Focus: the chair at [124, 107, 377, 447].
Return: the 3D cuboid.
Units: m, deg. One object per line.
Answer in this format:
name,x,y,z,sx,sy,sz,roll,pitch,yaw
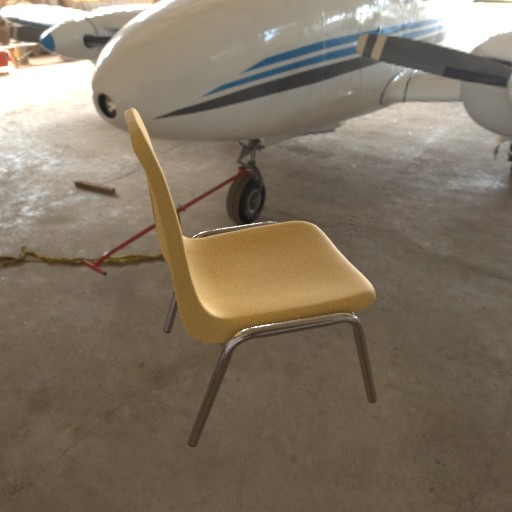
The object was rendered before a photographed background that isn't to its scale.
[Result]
chair,0.000,0.000,0.811,0.385,0.536,0.354,-10,33,-15
